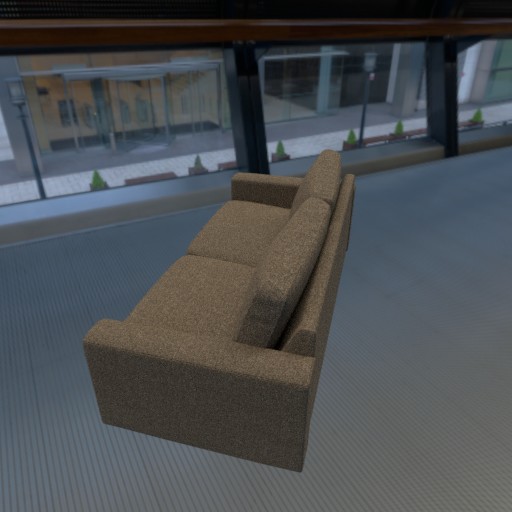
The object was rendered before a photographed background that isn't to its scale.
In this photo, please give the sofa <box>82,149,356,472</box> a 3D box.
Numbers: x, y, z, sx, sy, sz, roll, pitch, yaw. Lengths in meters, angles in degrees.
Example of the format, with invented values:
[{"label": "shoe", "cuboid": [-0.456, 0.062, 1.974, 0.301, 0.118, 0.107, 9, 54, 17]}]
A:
[{"label": "sofa", "cuboid": [0.000, 0.000, 2.723, 1.016, 0.873, 2.179, 8, 31, 13]}]
